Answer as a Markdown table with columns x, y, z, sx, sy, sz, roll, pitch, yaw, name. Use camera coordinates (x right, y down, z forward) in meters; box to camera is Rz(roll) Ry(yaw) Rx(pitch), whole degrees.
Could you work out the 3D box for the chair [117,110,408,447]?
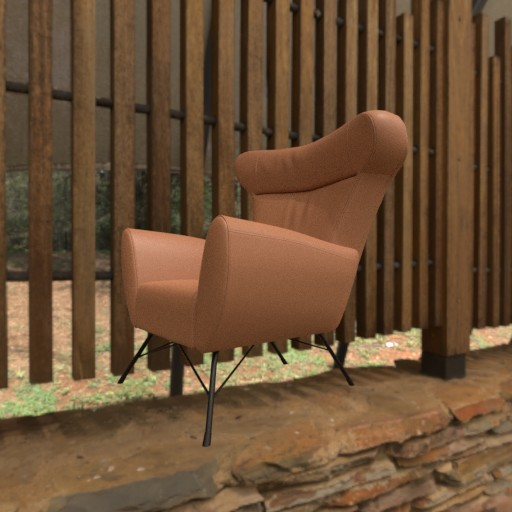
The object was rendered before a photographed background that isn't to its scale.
| x | y | z | sx | sy | sz | roll | pitch | yaw | name |
| --- | --- | --- | --- | --- | --- | --- | --- | --- | --- |
| 0.000 | 0.000 | 1.792 | 0.900 | 1.050 | 0.980 | 0 | 0 | -35 | chair |
